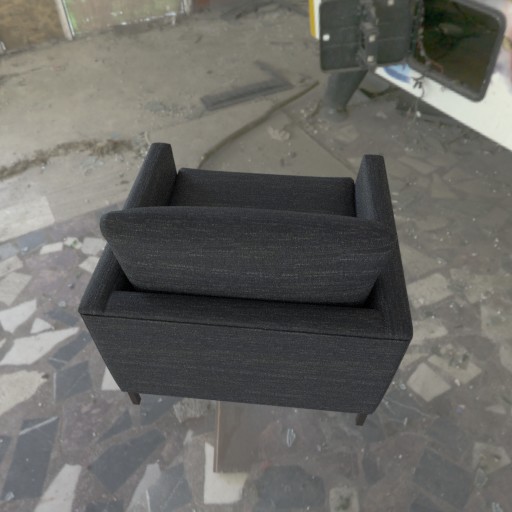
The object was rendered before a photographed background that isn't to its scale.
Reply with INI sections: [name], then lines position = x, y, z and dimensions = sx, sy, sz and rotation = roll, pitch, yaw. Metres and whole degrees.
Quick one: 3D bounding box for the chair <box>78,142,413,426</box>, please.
[chair]
position = 0.000, 0.000, 1.637
dimensions = 0.963, 0.861, 0.866
rotation = 4, 48, 4
